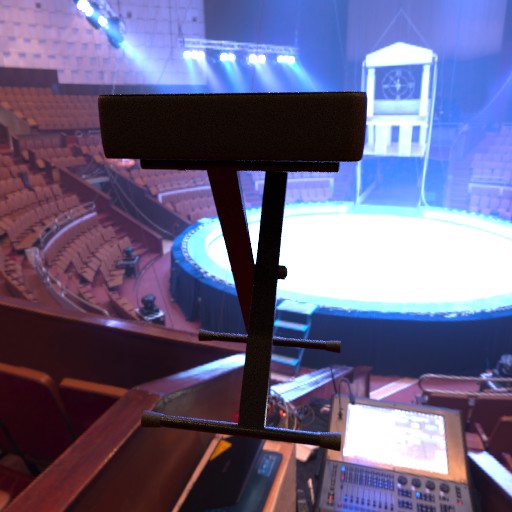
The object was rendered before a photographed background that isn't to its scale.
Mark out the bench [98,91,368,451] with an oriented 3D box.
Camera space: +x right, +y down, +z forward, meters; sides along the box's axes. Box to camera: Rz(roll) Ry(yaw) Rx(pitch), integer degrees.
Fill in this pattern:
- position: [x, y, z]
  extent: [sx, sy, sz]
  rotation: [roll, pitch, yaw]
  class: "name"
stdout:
- position: [0.000, 0.000, 0.763]
  extent: [0.321, 0.500, 0.424]
  rotation: [3, 17, 10]
  class: "bench"
